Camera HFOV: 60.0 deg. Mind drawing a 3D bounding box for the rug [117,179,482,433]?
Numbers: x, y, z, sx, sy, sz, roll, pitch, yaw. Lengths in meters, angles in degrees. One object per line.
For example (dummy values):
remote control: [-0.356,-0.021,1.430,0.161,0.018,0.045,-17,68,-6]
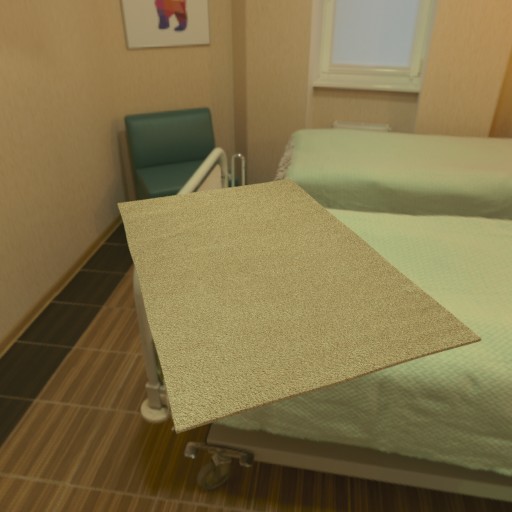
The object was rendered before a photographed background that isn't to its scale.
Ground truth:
rug: [0.000,0.000,3.398,1.800,0.025,2.699,-11,33,-17]
